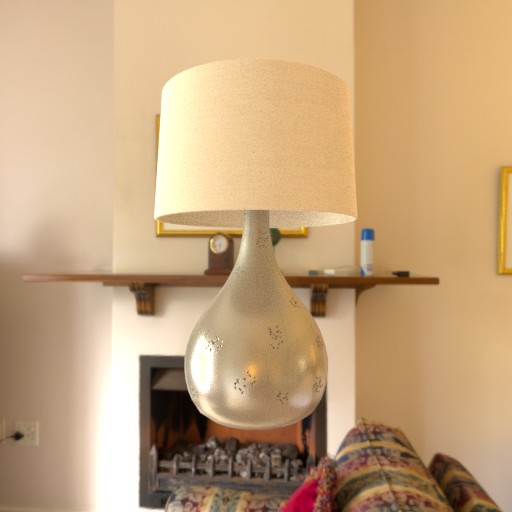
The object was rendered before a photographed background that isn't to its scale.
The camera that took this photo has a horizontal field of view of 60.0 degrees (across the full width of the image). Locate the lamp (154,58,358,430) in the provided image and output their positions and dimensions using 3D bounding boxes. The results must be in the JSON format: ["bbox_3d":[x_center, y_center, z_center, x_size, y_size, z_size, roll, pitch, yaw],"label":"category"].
[{"bbox_3d":[0.000,0.000,0.737,0.330,0.521,0.330,0,-1,0],"label":"lamp"}]
